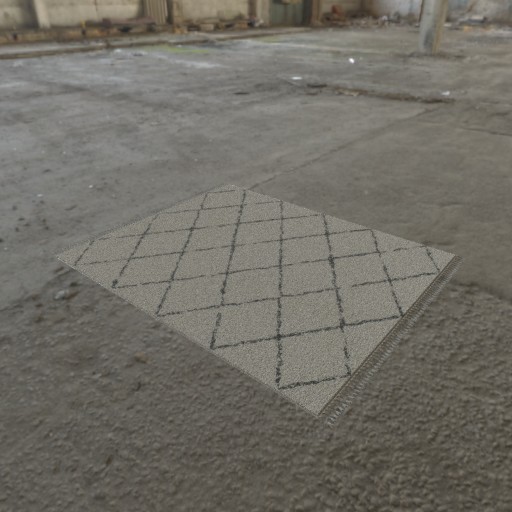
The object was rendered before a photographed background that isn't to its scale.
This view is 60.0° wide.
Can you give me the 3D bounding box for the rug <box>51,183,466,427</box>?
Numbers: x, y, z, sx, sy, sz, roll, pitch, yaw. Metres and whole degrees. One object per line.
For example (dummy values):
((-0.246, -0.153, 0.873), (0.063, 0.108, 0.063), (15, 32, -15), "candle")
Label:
((0.000, 0.000, 4.100), (3.051, 0.013, 2.380), (22, 37, 33), "rug")
